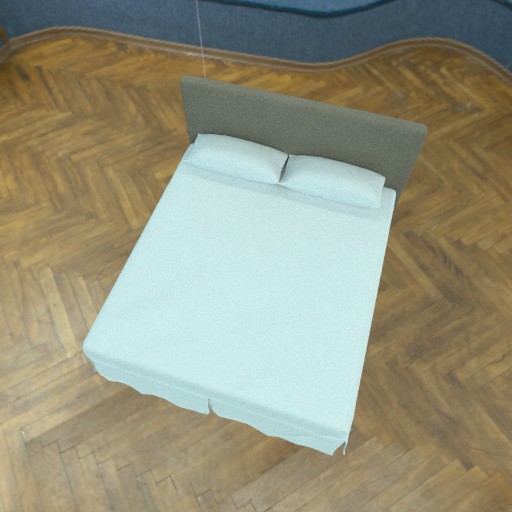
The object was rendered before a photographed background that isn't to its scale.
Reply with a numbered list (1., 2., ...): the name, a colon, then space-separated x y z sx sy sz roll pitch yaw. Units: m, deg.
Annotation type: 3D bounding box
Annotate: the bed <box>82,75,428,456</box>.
1. bed: 0.000 0.000 3.543 2.119 1.317 2.341 15 60 9
